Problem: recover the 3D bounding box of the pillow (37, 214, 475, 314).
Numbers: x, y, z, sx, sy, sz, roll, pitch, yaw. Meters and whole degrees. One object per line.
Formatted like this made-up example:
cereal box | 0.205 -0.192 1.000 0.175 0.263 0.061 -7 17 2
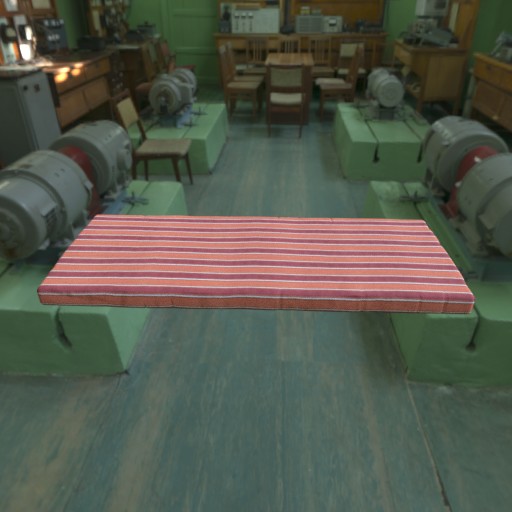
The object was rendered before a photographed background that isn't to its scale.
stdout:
pillow | 0.000 0.000 1.364 1.187 0.081 0.492 1 31 2
